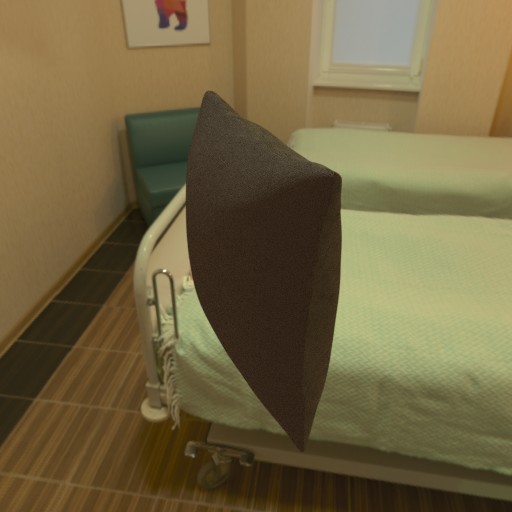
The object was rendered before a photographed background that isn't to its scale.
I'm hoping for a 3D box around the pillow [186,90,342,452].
[{"bbox_3d":[0.000,0.000,0.714,0.204,0.439,0.452,-11,33,-17],"label":"pillow"}]
